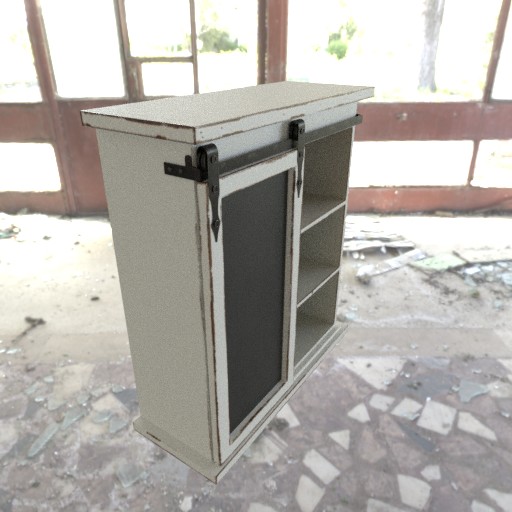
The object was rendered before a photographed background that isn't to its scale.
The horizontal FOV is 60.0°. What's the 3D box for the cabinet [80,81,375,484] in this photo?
[{"bbox_3d":[0.000,0.000,0.883,0.210,0.603,0.541,17,31,31],"label":"cabinet"}]
